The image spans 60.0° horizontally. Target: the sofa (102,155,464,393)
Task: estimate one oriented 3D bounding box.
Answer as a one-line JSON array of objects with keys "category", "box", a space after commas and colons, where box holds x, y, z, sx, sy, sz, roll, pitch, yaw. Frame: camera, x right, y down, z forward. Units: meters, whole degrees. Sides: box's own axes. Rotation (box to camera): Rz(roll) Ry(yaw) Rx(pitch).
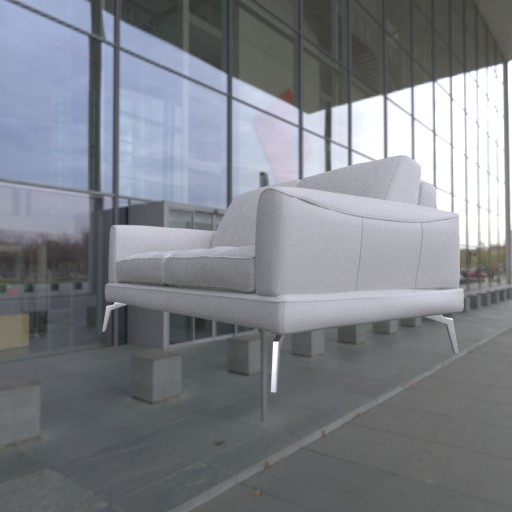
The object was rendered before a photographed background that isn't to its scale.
[{"category": "sofa", "box": [0.000, 0.000, 2.407, 1.121, 0.930, 1.819, 1, -2, -36]}]
